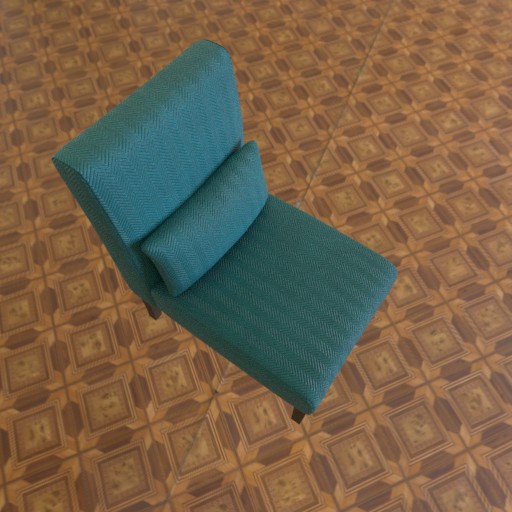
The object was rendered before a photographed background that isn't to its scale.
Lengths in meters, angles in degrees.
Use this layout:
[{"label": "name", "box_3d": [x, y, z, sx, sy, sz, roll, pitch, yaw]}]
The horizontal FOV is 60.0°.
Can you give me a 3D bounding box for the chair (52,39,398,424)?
[{"label": "chair", "box_3d": [0.000, 0.000, 1.417, 0.808, 0.927, 0.579, 32, 65, 17]}]
